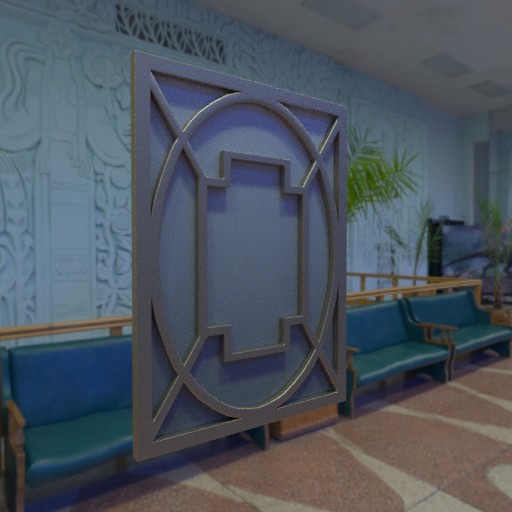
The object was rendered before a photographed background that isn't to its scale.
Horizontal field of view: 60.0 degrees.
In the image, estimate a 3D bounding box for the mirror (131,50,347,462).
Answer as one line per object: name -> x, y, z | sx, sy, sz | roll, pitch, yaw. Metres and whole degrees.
mirror -> 0.000, 0.000, 1.333 | 0.756, 1.023, 0.032 | -1, 2, -36
